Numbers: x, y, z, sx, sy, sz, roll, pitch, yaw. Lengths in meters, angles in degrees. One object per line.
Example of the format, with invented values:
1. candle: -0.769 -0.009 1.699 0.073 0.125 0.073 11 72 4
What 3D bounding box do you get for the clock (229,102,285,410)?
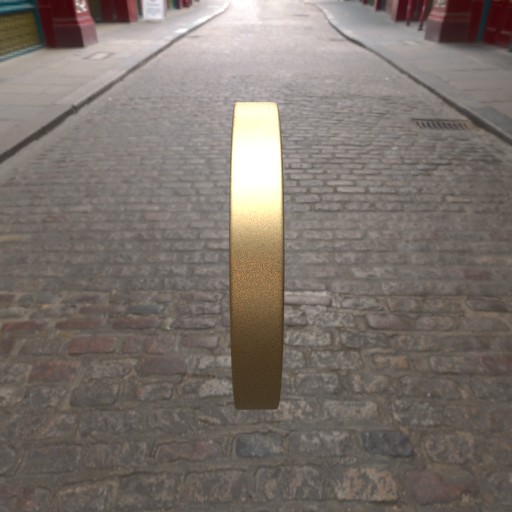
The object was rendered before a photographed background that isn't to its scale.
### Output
1. clock: 0.000 0.000 0.478 0.040 0.314 0.314 0 31 0
